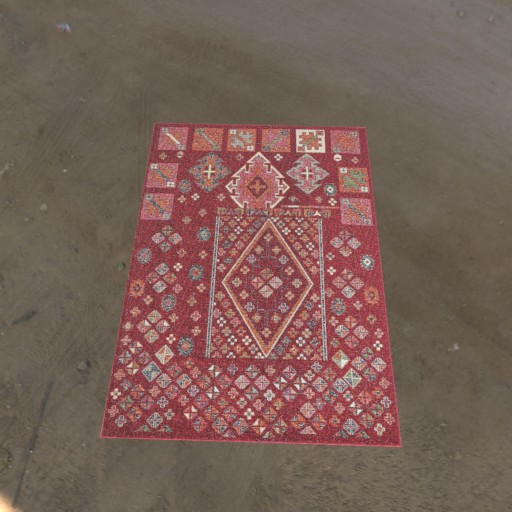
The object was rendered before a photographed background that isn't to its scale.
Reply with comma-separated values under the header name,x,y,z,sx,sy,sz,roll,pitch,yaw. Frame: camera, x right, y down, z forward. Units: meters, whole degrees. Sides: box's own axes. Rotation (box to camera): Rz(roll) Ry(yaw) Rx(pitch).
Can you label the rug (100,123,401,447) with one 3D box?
name,x,y,z,sx,sy,sz,roll,pitch,yaw
rug,0.000,0.000,4.256,2.389,0.011,3.306,1,63,1
